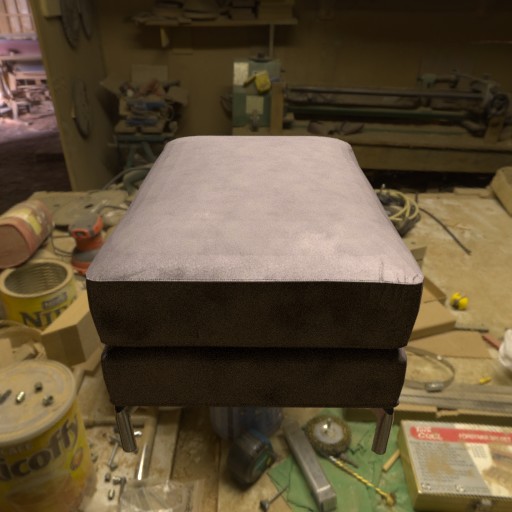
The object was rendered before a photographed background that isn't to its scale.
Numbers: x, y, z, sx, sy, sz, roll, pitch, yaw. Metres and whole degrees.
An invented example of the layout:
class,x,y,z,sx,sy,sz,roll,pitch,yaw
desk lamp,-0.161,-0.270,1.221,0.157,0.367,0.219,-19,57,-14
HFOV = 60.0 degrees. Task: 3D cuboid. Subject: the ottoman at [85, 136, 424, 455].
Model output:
class,x,y,z,sx,sy,sz,roll,pitch,yaw
ottoman,0.000,0.000,1.031,0.520,0.456,0.719,0,31,0
